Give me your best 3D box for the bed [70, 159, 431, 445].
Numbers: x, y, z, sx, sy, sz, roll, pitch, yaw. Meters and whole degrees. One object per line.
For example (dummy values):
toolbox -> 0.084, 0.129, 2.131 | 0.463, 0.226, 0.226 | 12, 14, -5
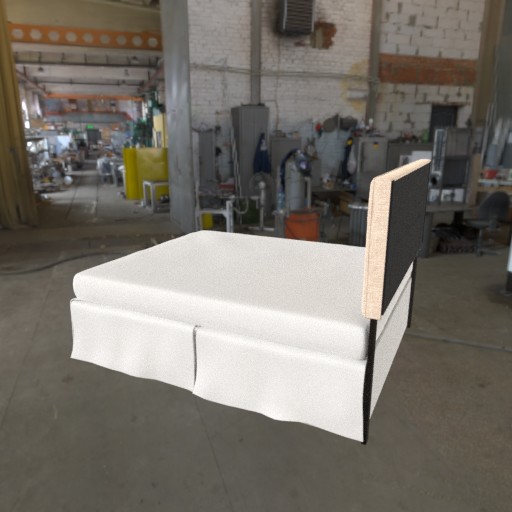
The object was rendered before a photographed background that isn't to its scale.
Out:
bed -> 0.000, 0.000, 3.031 | 1.978, 1.270, 1.643 | 7, 17, 25
